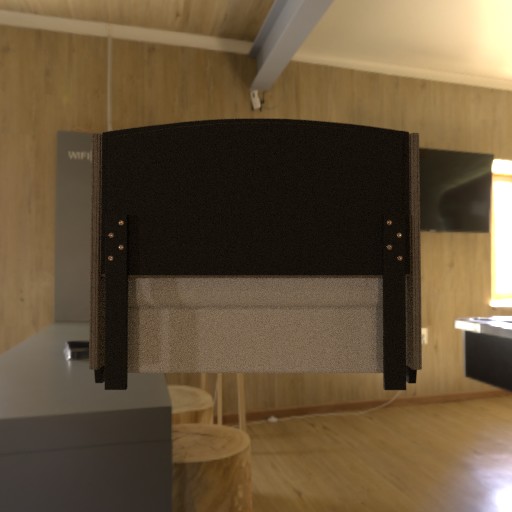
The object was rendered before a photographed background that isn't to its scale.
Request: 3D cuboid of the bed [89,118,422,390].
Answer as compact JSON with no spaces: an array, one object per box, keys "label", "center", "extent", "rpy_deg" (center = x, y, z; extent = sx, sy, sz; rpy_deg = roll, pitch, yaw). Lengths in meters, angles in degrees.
[{"label":"bed","center":[0.000,0.000,3.380],"extent":[1.710,1.407,2.237],"rpy_deg":[0,-1,0]}]
